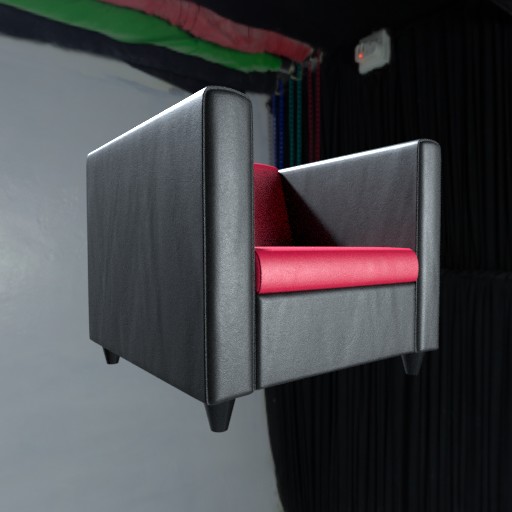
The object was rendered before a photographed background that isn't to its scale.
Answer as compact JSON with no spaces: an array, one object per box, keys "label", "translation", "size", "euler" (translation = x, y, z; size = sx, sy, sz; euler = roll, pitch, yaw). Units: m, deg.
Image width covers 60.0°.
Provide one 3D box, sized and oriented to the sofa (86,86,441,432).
[{"label":"sofa","translation":[0.000,0.000,1.426],"size":[0.839,0.724,0.809],"euler":[-1,1,-37]}]
